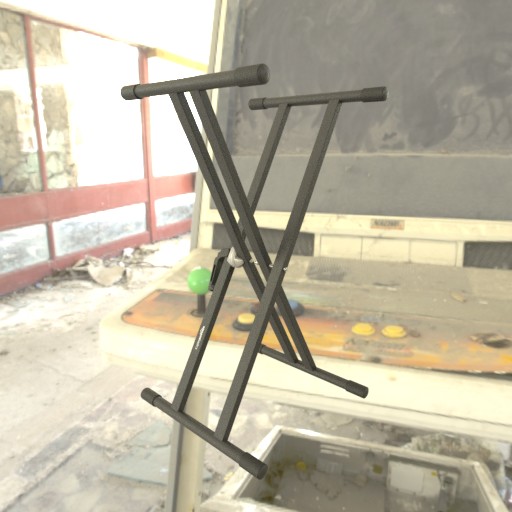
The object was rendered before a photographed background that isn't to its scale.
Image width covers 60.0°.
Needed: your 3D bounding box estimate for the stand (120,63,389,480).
[{"bbox_3d":[0.000,0.000,1.249,0.495,0.900,0.503,13,19,42],"label":"stand"}]
